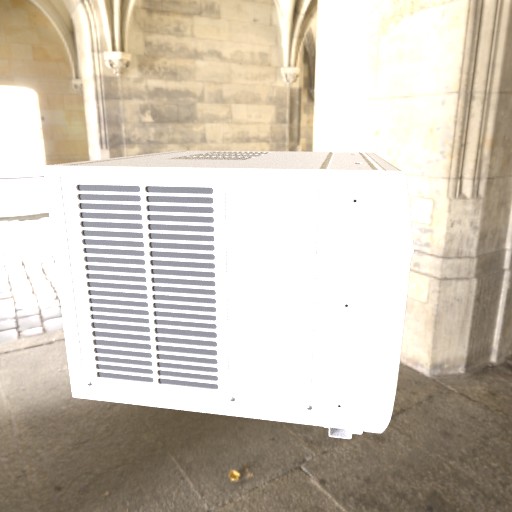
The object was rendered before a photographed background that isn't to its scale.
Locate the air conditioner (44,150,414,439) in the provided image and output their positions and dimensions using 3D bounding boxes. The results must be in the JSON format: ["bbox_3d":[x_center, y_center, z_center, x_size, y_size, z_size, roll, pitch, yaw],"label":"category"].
[{"bbox_3d":[0.000,0.000,1.042,0.599,0.455,0.645,3,16,10],"label":"air conditioner"}]
